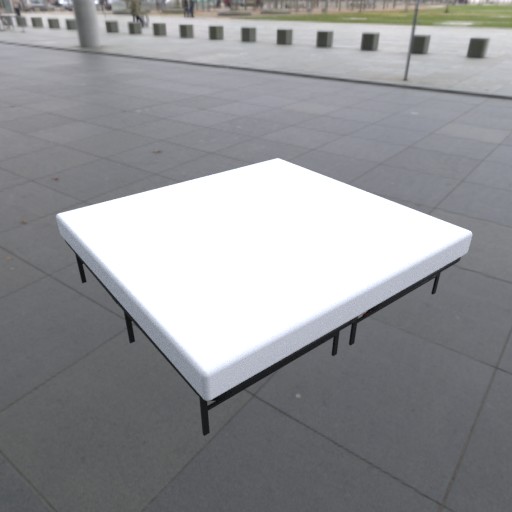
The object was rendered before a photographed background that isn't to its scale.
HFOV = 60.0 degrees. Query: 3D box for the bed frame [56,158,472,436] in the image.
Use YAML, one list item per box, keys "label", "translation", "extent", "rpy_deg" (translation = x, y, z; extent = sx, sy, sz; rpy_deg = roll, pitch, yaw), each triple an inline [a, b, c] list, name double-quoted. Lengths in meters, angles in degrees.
- label: "bed frame"
  translation: [0.000, 0.000, 3.079]
  extent: [2.033, 0.525, 1.935]
  rpy_deg: [-21, 36, -32]
